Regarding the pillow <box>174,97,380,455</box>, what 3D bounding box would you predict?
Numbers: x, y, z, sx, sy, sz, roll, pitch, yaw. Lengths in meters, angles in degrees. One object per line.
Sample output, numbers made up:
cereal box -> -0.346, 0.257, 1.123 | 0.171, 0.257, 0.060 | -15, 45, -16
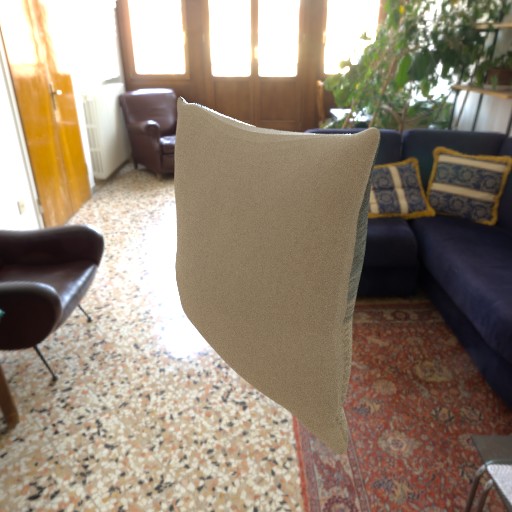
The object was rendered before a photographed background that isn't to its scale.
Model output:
pillow -> 0.000, 0.000, 0.682 | 0.182, 0.441, 0.440 | -18, 31, -32
